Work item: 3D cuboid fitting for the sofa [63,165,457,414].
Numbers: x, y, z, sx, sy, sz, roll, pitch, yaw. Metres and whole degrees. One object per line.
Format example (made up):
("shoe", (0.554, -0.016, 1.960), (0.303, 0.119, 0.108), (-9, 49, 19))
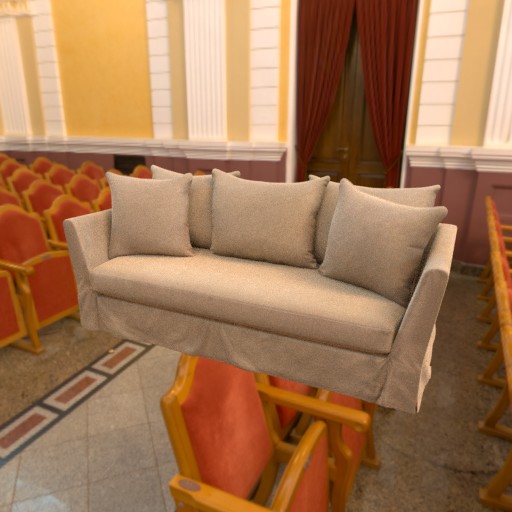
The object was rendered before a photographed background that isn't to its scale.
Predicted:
("sofa", (0.000, 0.000, 2.847), (2.290, 1.034, 1.031), (8, 19, 24))
